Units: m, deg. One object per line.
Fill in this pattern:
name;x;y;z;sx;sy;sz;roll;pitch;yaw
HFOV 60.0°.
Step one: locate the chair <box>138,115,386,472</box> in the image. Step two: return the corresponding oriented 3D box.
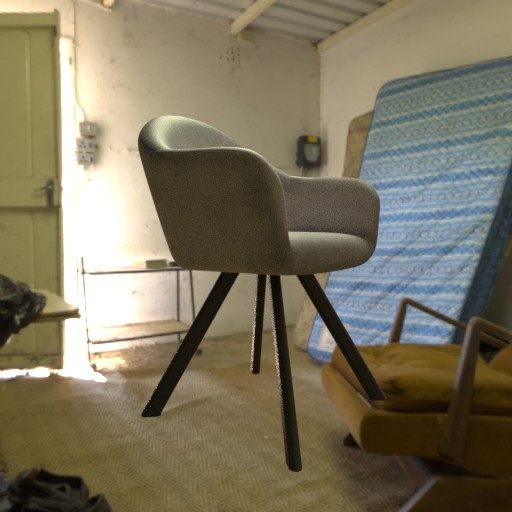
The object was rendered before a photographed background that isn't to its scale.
chair;0.000;0.000;1.159;0.540;0.780;0.570;2;3;36
